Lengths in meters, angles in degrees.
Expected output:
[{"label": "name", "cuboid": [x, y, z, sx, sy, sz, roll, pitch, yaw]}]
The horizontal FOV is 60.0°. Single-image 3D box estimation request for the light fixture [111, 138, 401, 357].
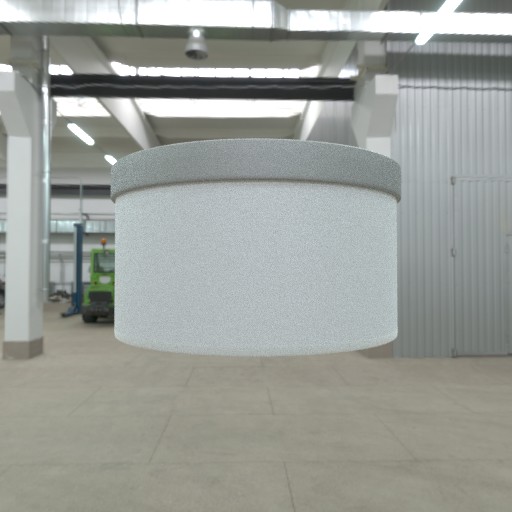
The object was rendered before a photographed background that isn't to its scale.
[{"label": "light fixture", "cuboid": [0.000, 0.000, 0.630, 0.393, 0.229, 0.393, 0, -1, 0]}]
